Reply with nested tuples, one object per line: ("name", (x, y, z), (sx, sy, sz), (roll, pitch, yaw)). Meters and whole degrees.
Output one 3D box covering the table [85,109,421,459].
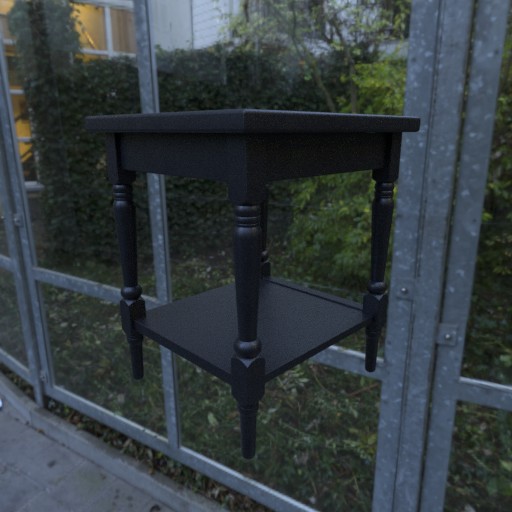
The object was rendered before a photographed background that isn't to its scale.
("table", (0.000, 0.000, 0.941), (0.442, 0.565, 0.488), (15, 22, 43))
